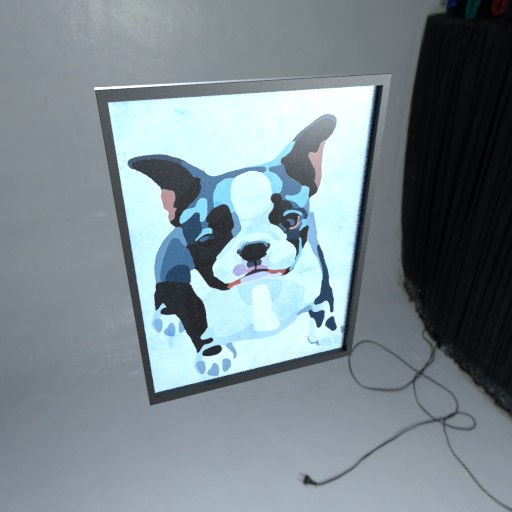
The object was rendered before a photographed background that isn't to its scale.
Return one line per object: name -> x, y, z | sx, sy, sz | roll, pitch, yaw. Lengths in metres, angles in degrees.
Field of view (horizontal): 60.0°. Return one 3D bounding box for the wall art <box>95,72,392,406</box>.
wall art -> 0.000, 0.000, 1.375 | 0.774, 1.027, 0.030 | -10, 32, -16
